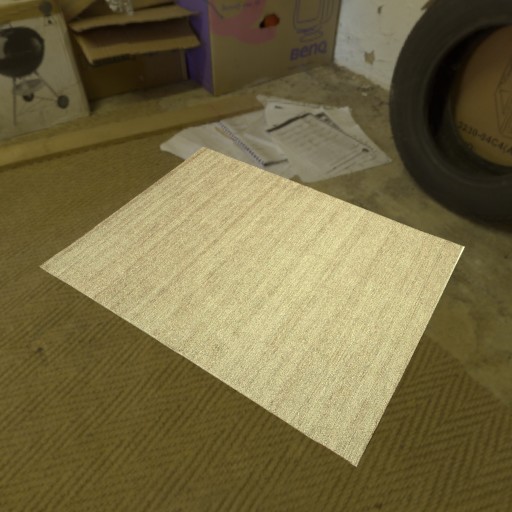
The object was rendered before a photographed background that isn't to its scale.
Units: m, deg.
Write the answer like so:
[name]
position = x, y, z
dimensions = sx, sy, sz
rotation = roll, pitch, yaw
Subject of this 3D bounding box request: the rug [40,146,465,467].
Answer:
[rug]
position = 0.000, 0.000, 4.161
dimensions = 3.202, 0.045, 2.434
rotation = 26, 51, 23
